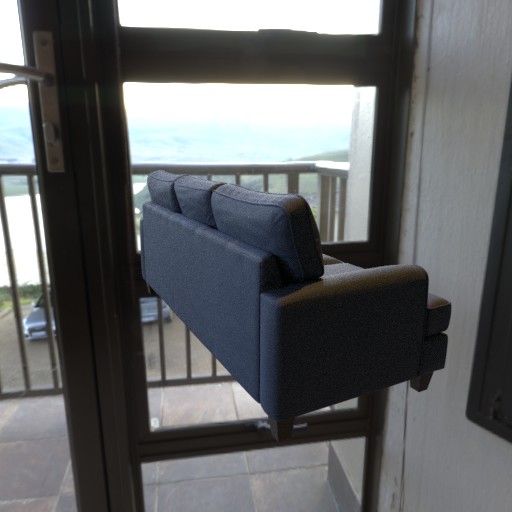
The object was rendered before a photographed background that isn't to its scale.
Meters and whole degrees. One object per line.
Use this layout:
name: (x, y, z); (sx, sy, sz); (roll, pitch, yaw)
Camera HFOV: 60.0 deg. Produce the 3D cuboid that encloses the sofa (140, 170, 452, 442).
sofa: (0.000, 0.000, 2.708); (0.951, 0.965, 2.158); (-7, 16, -26)
